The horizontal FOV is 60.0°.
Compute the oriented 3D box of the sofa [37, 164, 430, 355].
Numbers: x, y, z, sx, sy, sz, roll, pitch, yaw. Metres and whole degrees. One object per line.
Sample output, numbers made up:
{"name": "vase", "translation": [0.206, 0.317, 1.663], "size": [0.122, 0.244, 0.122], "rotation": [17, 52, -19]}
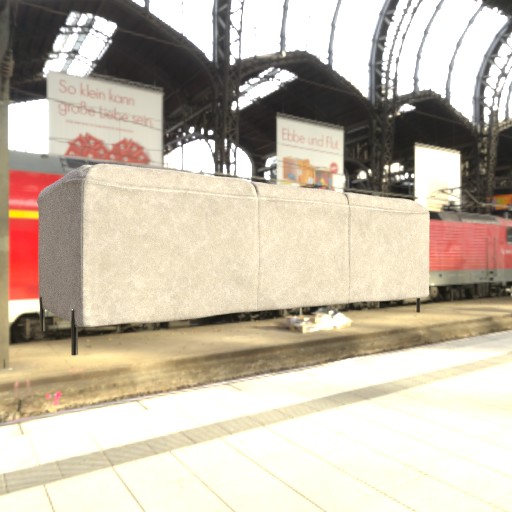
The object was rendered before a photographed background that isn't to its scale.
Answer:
{"name": "sofa", "translation": [0.000, 0.000, 2.613], "size": [2.238, 0.758, 0.899], "rotation": [0, 0, -36]}
